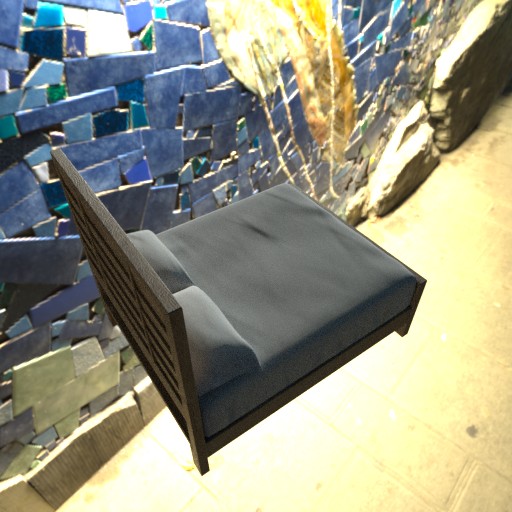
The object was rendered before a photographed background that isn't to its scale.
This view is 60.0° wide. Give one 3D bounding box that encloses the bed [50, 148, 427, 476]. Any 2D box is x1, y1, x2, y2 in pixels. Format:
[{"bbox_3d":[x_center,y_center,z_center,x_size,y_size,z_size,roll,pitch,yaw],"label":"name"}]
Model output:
[{"bbox_3d":[0.000,0.000,3.252,2.017,1.631,1.615,-26,48,-25],"label":"bed"}]
